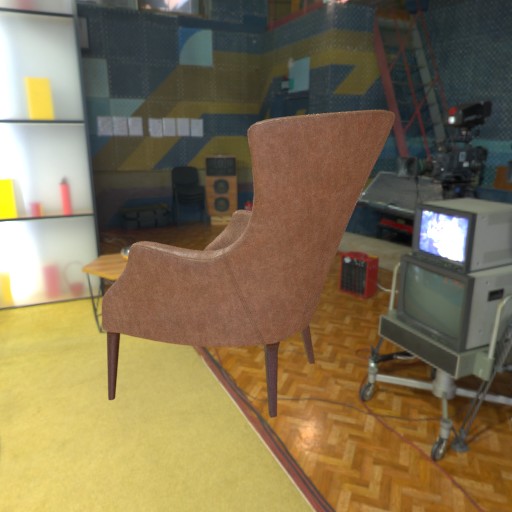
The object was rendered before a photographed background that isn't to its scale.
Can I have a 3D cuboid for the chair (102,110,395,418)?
[{"bbox_3d":[0.000,0.000,1.740,0.955,1.067,0.846,7,17,25],"label":"chair"}]
